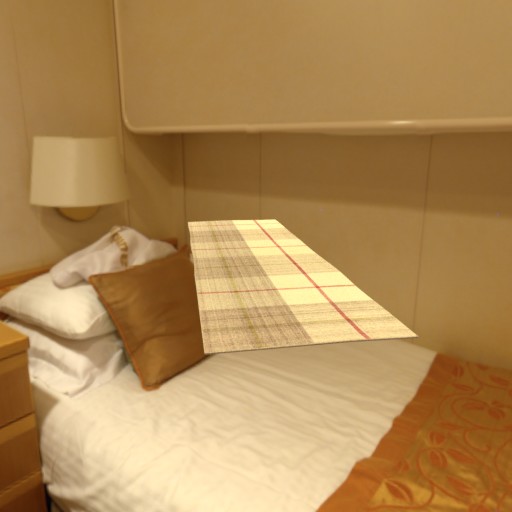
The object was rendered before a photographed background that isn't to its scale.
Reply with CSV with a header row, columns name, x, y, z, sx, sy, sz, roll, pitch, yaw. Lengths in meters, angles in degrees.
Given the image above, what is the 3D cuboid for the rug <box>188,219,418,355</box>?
name,x,y,z,sx,sy,sz,roll,pitch,yaw
rug,0.000,0.000,2.686,0.762,0.013,2.439,-2,15,-9
